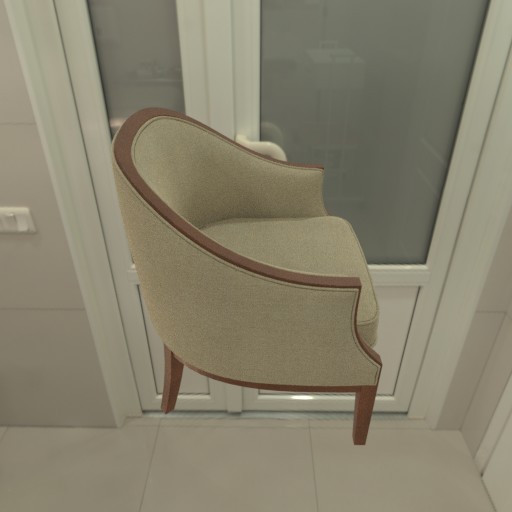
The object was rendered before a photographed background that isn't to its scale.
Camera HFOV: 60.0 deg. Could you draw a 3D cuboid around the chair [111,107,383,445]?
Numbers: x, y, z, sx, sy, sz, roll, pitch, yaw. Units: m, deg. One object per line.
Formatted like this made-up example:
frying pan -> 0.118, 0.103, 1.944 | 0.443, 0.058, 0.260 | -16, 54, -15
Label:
chair -> 0.000, 0.000, 1.438 | 0.735, 0.876, 0.803 | 0, 33, 1
